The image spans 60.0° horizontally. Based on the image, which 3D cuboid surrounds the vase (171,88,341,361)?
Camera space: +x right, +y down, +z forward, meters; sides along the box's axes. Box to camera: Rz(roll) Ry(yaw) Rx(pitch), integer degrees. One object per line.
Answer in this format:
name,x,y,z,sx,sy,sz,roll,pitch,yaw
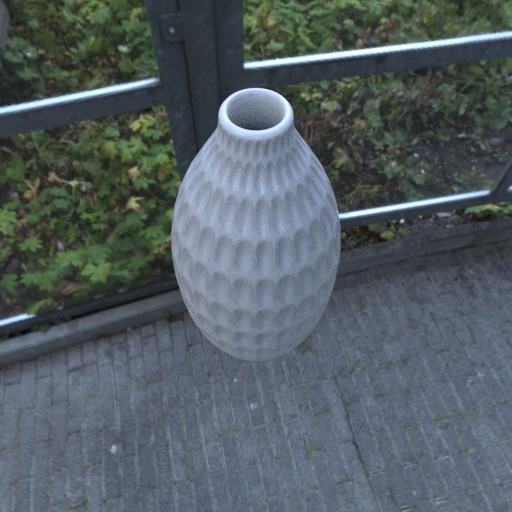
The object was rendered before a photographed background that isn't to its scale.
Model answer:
vase,0.000,0.000,0.347,0.127,0.282,0.127,0,58,0
